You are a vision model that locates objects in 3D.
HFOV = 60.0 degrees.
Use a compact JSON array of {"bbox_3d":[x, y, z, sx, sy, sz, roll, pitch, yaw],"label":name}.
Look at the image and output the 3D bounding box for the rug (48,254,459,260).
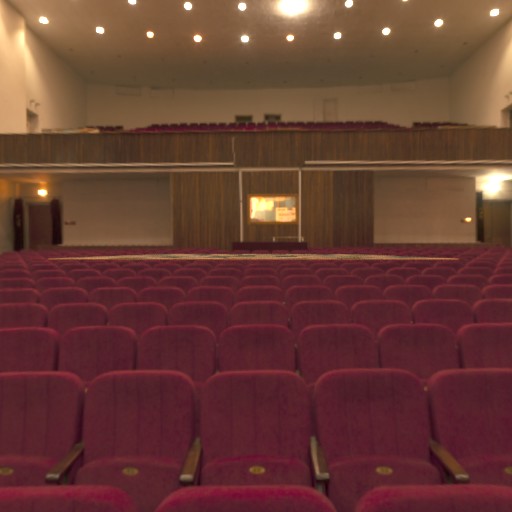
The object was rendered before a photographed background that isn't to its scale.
[{"bbox_3d":[0.000,0.000,4.128,2.440,0.008,3.036,0,1,1],"label":"rug"}]
